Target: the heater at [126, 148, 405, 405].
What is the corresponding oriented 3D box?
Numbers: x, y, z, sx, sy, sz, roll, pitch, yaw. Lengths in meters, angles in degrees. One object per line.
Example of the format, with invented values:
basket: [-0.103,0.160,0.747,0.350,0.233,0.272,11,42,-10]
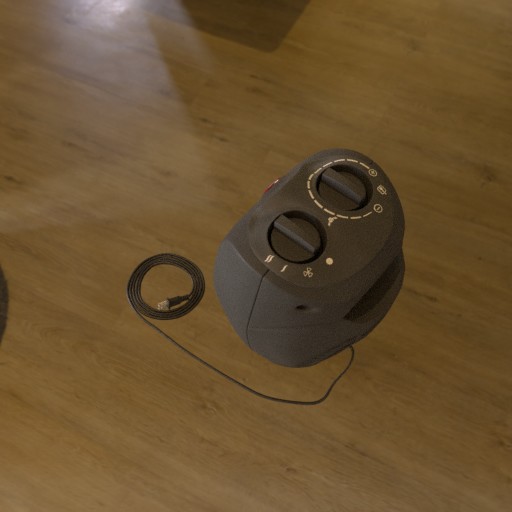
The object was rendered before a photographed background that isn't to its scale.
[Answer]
heater: [0.000,0.000,0.467,0.291,0.240,0.239,39,70,17]
